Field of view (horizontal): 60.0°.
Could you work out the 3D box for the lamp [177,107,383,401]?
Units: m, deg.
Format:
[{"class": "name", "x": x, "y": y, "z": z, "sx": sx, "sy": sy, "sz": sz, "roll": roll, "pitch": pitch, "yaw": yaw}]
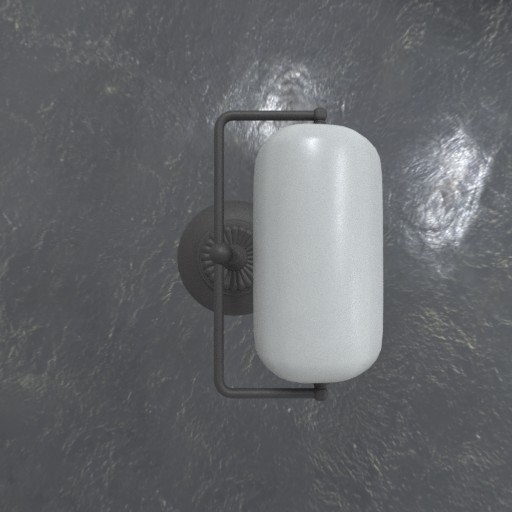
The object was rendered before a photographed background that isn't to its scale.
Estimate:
[{"class": "lamp", "x": 0.000, "y": 0.000, "z": 0.519, "sx": 0.243, "sy": 0.339, "sz": 0.264, "roll": 0, "pitch": 89, "yaw": 0}]
